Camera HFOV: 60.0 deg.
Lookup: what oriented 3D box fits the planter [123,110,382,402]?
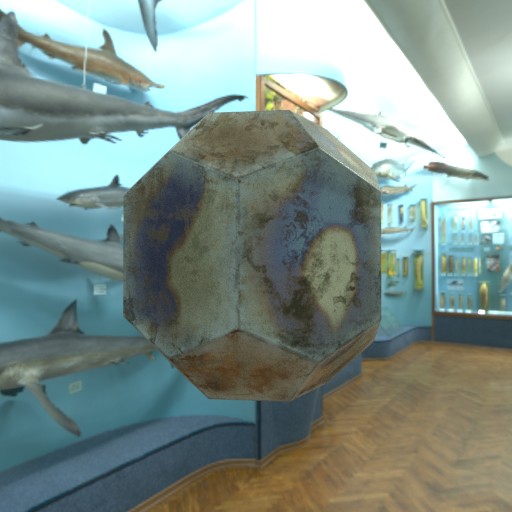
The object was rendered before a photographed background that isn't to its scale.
[{"bbox_3d":[0.000,0.000,0.421,0.243,0.238,0.221,0,-1,36],"label":"planter"}]
